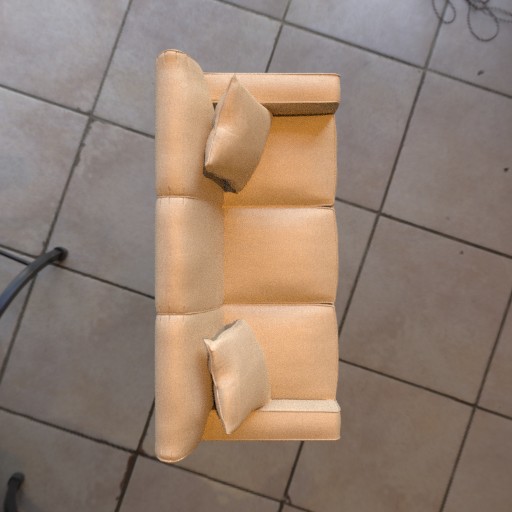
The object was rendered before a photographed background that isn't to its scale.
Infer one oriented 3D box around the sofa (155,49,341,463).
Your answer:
[{"bbox_3d":[0.000,0.000,2.574,0.997,0.958,2.024,0,90,0],"label":"sofa"}]
